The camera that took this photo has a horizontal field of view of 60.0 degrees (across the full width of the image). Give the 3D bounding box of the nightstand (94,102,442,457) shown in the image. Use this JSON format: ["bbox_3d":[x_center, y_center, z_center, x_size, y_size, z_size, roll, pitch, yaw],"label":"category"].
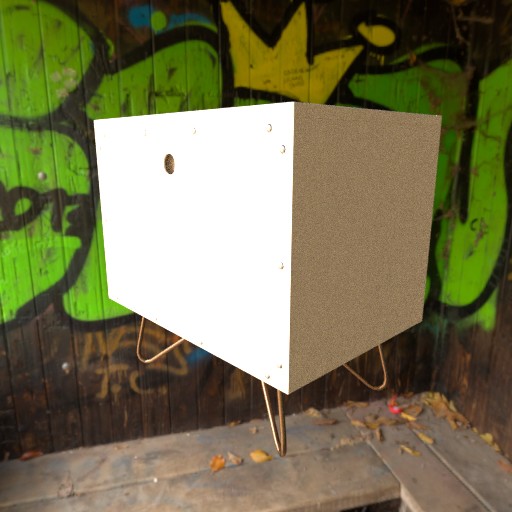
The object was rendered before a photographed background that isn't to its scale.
[{"bbox_3d":[0.000,0.000,1.017,0.447,0.604,0.614,-13,19,-42],"label":"nightstand"}]
